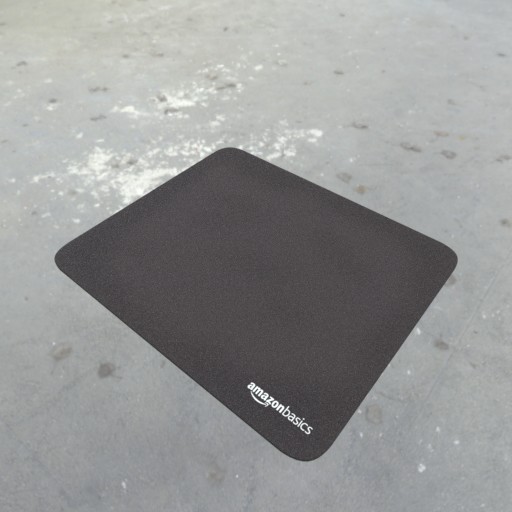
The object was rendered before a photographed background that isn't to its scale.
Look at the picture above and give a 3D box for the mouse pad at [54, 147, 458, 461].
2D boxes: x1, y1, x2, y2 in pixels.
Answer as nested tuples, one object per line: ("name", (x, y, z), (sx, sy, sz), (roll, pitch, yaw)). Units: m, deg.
("mouse pad", (0.000, 0.000, 0.344), (0.249, 0.002, 0.211), (31, 53, 26))
